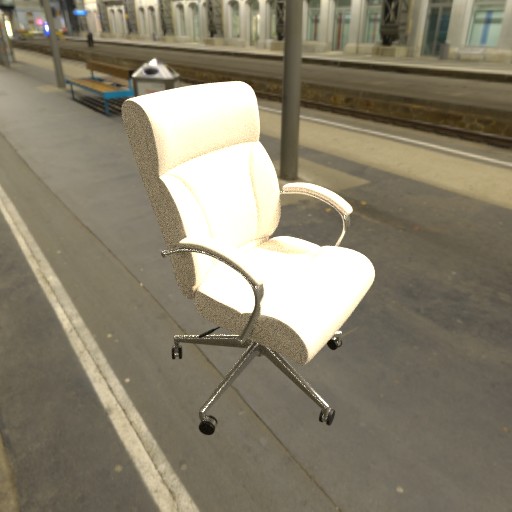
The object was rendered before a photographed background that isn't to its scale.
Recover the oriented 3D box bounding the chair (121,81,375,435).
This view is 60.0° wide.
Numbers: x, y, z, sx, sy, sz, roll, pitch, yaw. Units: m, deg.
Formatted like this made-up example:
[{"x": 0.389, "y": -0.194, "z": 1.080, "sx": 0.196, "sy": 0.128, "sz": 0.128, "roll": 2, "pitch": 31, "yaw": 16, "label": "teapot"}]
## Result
[{"x": 0.000, "y": 0.000, "z": 1.580, "sx": 0.745, "sy": 1.099, "sz": 0.727, "roll": 17, "pitch": 32, "yaw": 29, "label": "chair"}]
